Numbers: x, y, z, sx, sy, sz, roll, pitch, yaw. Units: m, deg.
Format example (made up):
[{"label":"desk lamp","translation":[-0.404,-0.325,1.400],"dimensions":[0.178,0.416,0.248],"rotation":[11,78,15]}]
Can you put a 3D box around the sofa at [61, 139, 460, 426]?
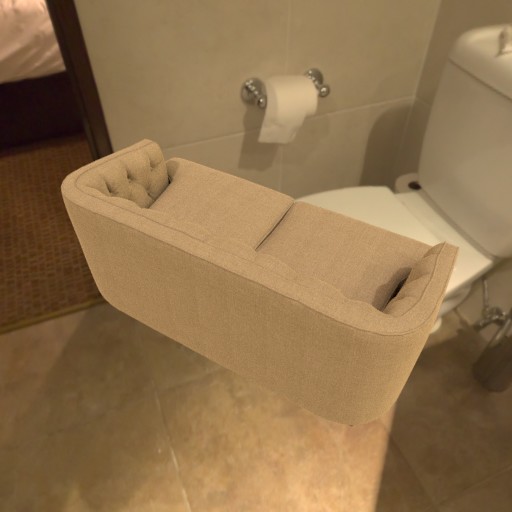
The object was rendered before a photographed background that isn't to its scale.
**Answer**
[{"label":"sofa","translation":[0.000,0.000,2.210],"dimensions":[1.733,0.855,0.941],"rotation":[23,50,20]}]
